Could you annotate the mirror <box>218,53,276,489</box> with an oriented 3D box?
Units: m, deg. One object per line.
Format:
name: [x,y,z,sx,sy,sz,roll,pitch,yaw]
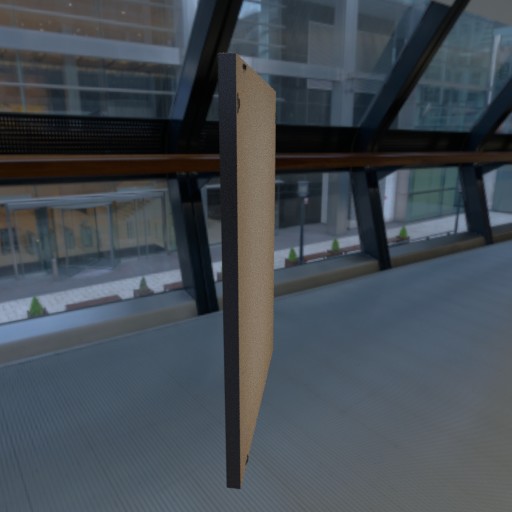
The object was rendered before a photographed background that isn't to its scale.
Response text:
mirror: [0.000,0.000,1.353,0.041,1.016,0.762,2,15,8]
